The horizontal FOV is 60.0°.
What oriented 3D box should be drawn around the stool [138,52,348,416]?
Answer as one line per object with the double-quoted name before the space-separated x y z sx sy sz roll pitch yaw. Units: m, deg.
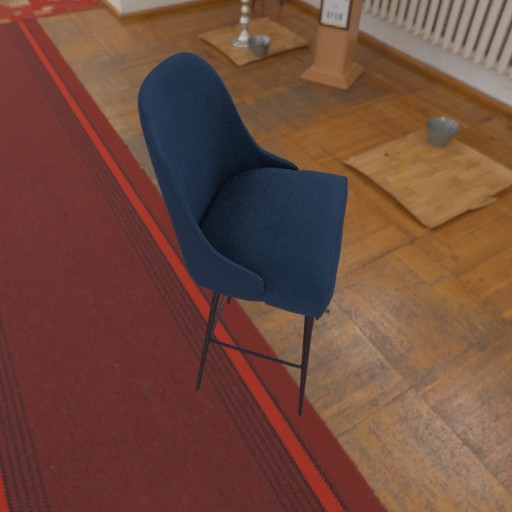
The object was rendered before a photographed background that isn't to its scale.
"stool" 0.000 0.000 1.347 0.489 1.079 0.527 10 46 10
